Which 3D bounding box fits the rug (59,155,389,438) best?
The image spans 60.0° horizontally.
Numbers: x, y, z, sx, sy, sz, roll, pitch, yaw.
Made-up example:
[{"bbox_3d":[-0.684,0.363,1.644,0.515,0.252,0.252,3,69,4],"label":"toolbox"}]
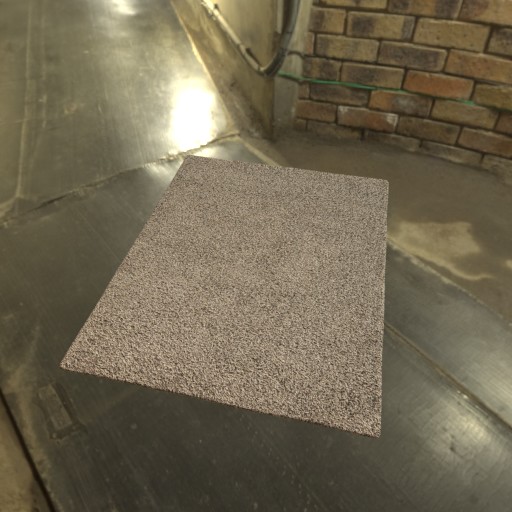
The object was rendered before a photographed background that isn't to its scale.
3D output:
[{"bbox_3d":[0.000,0.000,4.262,2.438,0.029,3.047,9,46,9],"label":"rug"}]
